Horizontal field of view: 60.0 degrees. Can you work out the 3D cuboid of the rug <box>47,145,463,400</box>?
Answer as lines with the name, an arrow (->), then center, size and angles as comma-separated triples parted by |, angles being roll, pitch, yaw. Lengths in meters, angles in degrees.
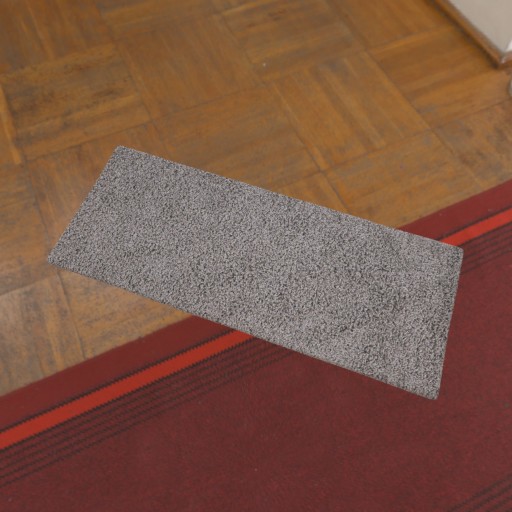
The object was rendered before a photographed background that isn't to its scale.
rug -> 0.000, 0.000, 1.740 | 1.524, 0.030, 0.609 | 18, 66, 9
